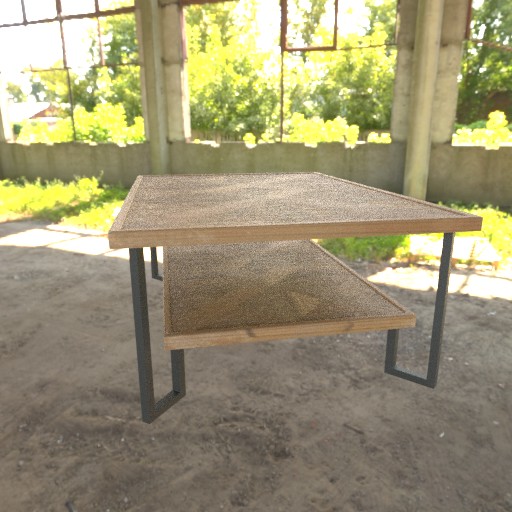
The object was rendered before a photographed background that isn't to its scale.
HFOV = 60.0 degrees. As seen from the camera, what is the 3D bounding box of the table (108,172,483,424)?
[{"bbox_3d":[0.000,0.000,1.640,0.877,0.492,1.238,-3,16,-11],"label":"table"}]
